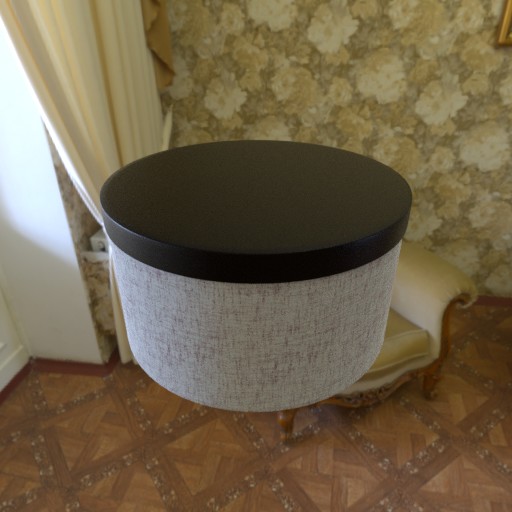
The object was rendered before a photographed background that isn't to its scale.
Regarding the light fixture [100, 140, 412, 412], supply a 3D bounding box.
[{"bbox_3d":[0.000,0.000,0.632,0.389,0.229,0.389,0,30,0],"label":"light fixture"}]
